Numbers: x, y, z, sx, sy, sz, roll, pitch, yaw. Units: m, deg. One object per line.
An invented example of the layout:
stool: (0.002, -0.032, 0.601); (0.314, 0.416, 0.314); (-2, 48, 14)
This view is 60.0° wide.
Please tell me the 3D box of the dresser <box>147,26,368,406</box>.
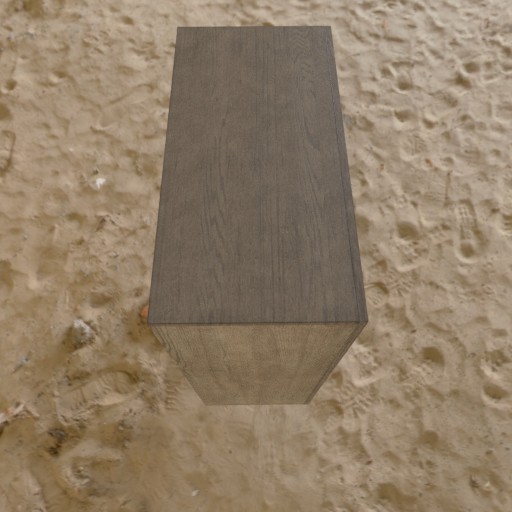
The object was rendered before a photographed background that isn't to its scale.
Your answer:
dresser: (0.000, 0.000, 1.755); (0.483, 1.295, 0.967); (-1, 64, 0)
